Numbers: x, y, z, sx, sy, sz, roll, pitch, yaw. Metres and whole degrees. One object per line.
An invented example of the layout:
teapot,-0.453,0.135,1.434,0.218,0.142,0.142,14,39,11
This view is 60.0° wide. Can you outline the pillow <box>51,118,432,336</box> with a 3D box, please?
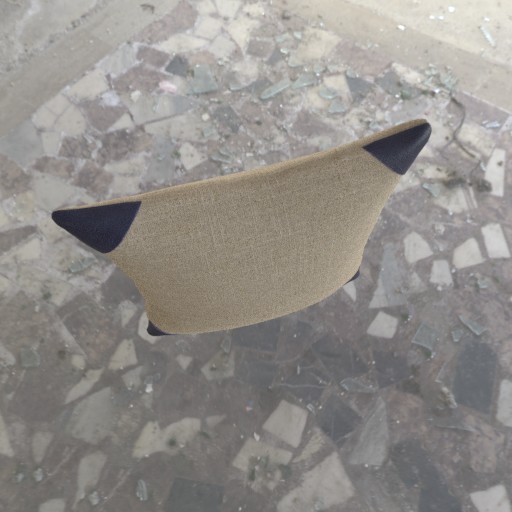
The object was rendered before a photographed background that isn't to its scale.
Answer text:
pillow,0.000,0.000,0.678,0.440,0.441,0.147,-16,65,-8
